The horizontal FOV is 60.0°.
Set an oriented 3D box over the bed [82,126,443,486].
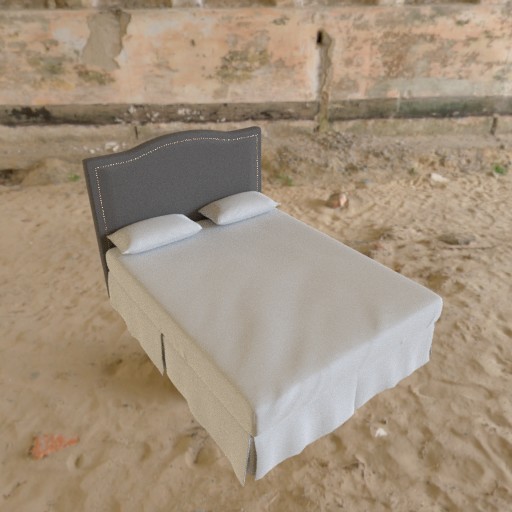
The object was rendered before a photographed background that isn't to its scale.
[{"bbox_3d":[0.000,0.000,3.415,1.821,1.436,2.282,-21,37,-31],"label":"bed"}]
